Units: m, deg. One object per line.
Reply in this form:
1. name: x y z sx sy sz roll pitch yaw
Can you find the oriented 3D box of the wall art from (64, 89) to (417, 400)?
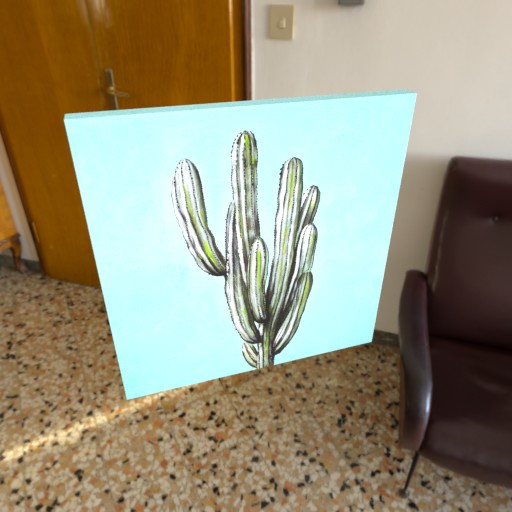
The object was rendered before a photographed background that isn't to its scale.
1. wall art: 0.000 0.000 0.899 0.603 0.603 0.036 -10 33 -15
